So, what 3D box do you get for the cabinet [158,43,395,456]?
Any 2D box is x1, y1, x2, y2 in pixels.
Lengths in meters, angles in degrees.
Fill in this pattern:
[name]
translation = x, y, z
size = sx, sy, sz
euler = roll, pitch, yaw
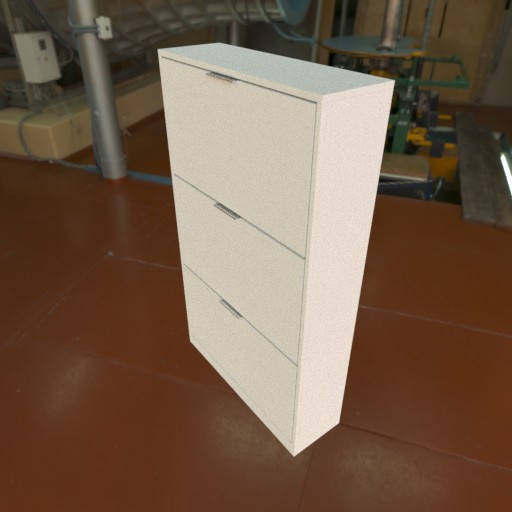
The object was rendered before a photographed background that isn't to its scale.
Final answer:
[cabinet]
translation = 0.000, 0.000, 1.578
size = 0.250, 1.280, 0.750
euler = -23, 40, -30
